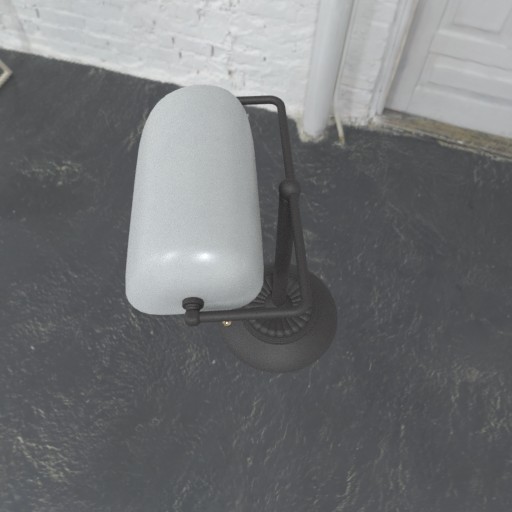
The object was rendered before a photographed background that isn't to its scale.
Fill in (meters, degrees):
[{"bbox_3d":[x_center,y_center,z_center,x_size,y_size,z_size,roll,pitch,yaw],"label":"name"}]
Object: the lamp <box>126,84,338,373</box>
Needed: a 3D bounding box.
[{"bbox_3d":[0.000,0.000,0.517,0.243,0.339,0.264,-3,59,-2],"label":"lamp"}]
